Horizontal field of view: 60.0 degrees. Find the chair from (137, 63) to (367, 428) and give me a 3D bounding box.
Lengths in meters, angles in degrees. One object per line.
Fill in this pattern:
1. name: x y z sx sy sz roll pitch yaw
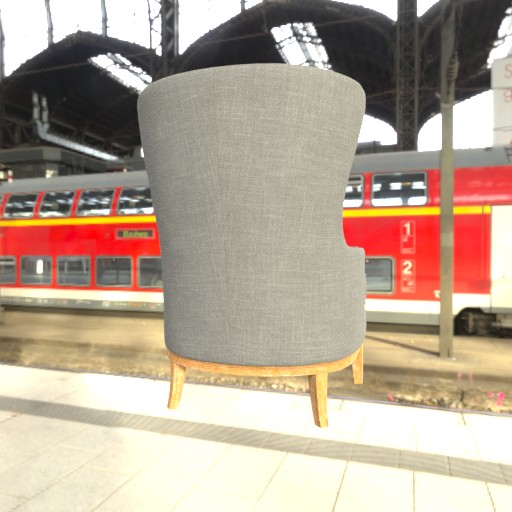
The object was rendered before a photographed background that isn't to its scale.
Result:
1. chair: 0.000 0.000 1.774 0.864 1.176 0.883 0 1 17
